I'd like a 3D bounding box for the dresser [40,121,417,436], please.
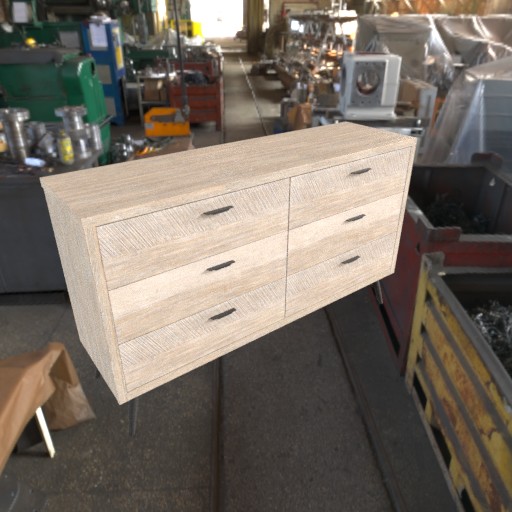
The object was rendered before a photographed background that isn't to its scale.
[{"bbox_3d":[0.000,0.000,1.989,1.524,0.914,0.457,-20,34,-32],"label":"dresser"}]
